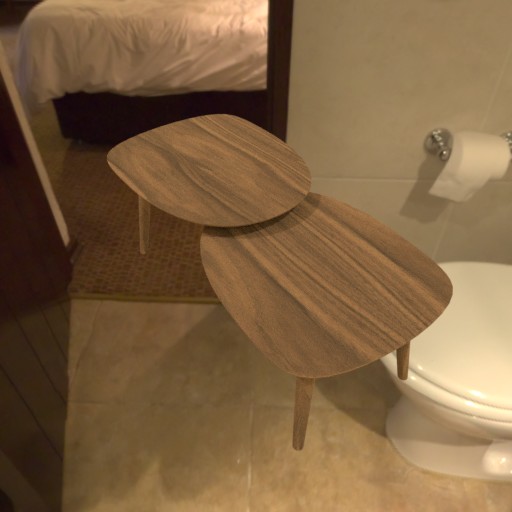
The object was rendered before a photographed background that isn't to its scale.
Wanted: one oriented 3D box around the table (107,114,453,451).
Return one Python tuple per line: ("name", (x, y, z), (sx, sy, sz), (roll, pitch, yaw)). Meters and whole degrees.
("table", (0.000, 0.000, 1.357), (0.527, 0.429, 1.084), (-25, 48, -25))
